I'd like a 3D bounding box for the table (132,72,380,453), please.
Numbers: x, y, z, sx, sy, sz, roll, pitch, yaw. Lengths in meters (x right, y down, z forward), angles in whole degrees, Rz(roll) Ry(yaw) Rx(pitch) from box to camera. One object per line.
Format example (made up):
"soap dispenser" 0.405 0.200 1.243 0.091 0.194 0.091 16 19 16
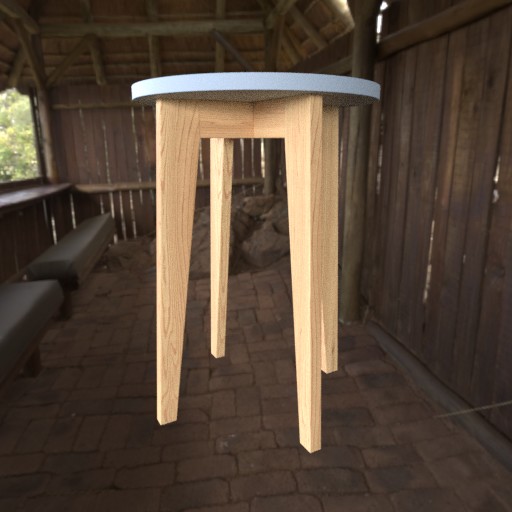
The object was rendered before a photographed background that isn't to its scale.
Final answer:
"table" 0.000 0.000 0.709 0.350 0.500 0.350 0 15 0
